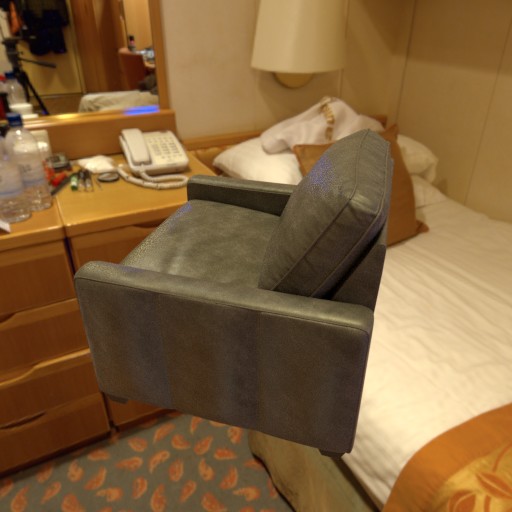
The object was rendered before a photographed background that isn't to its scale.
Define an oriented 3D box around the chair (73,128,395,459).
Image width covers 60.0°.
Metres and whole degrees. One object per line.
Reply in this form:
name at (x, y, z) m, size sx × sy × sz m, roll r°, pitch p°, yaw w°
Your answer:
chair at (0.000, 0.000, 1.742) m, size 0.939 × 0.916 × 1.006 m, roll 9°, pitch 31°, yaw 14°
